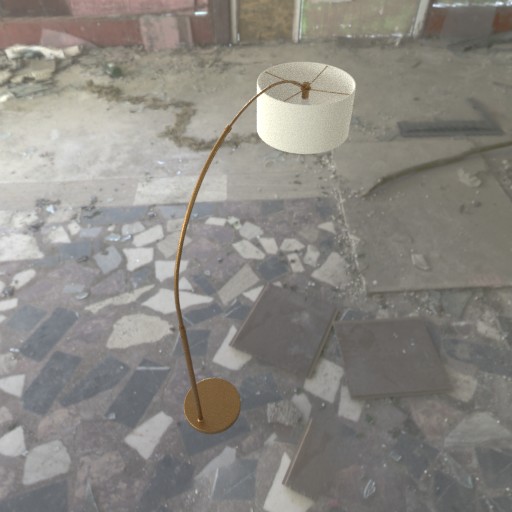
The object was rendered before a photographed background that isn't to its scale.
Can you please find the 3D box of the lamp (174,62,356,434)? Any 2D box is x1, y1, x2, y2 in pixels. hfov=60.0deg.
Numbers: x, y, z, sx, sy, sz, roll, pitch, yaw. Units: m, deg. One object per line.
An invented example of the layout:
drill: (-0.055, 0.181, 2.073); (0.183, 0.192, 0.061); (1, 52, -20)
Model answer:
lamp: (0.000, 0.000, 2.546); (0.493, 1.927, 1.434); (24, 51, 22)
